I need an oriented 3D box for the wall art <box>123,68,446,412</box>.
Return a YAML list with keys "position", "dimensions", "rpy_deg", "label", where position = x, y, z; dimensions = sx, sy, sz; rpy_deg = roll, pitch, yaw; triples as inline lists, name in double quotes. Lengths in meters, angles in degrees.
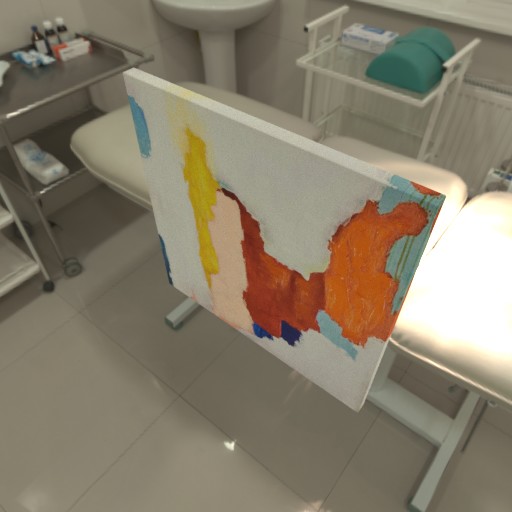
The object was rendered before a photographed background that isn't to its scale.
- position: [0.000, 0.000, 1.225]
  dimensions: [0.814, 0.814, 0.037]
  rpy_deg: [30, 54, 25]
  label: "wall art"
